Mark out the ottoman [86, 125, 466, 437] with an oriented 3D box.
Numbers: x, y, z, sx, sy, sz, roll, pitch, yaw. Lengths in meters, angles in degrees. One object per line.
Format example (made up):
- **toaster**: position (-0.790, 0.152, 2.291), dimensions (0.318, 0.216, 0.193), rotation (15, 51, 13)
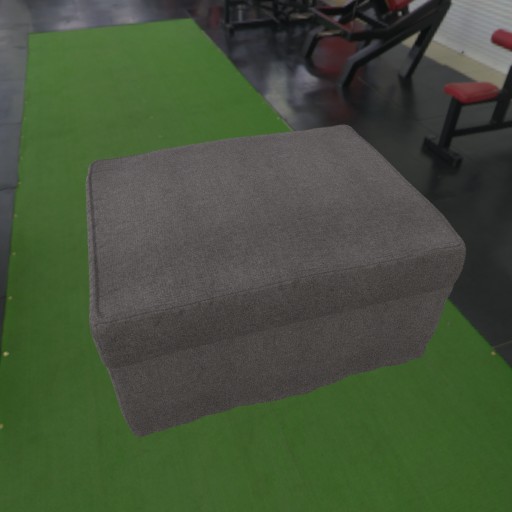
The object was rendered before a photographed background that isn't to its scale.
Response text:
- **ottoman**: position (0.000, 0.000, 1.245), dimensions (0.833, 0.492, 0.652), rotation (-12, 43, -13)
